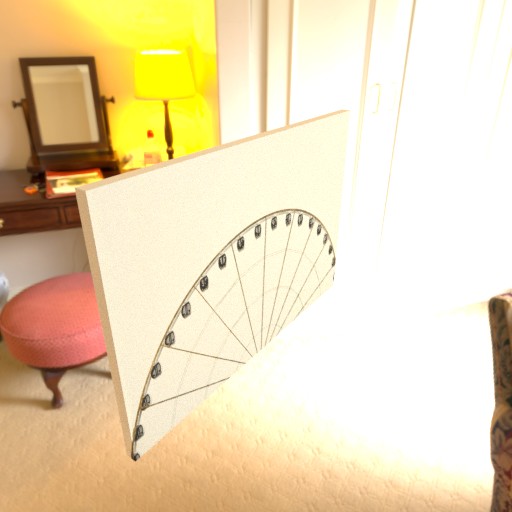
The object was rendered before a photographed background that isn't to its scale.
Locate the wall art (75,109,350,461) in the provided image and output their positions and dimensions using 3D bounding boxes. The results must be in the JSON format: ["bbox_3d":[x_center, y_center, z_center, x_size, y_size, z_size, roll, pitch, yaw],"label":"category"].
[{"bbox_3d":[0.000,0.000,1.439,0.038,0.767,1.144,19,33,32],"label":"wall art"}]
